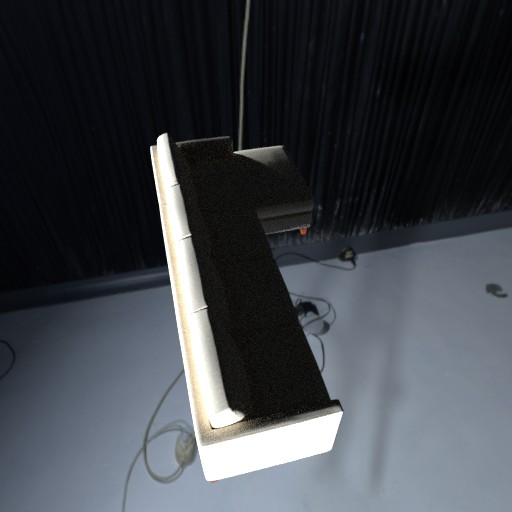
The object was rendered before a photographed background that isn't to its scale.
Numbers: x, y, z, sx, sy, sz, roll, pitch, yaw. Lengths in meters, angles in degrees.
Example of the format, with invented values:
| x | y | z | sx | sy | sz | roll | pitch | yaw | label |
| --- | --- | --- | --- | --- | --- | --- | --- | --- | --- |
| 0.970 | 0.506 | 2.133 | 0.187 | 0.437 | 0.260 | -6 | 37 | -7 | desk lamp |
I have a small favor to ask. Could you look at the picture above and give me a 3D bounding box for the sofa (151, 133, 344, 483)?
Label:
| x | y | z | sx | sy | sz | roll | pitch | yaw | label |
| --- | --- | --- | --- | --- | --- | --- | --- | --- | --- |
| 0.000 | 0.000 | 4.121 | 1.603 | 0.954 | 3.471 | -10 | 46 | -10 | sofa |
